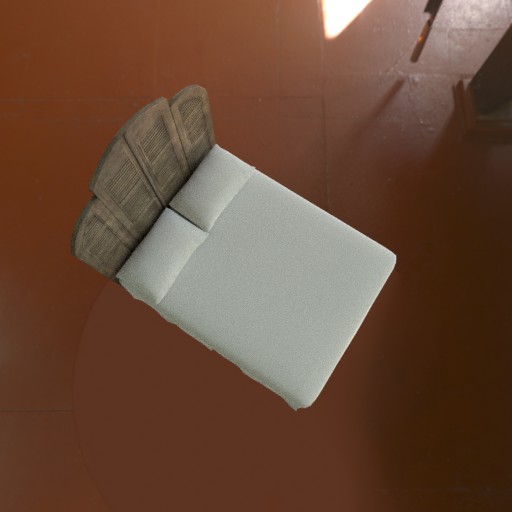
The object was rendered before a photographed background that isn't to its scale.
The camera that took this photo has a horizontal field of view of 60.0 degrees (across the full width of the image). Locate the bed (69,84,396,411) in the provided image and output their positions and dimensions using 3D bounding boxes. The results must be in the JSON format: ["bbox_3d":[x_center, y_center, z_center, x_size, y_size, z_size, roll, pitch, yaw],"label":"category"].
[{"bbox_3d":[0.000,0.000,3.622,2.138,2.019,1.713,32,78,8],"label":"bed"}]
